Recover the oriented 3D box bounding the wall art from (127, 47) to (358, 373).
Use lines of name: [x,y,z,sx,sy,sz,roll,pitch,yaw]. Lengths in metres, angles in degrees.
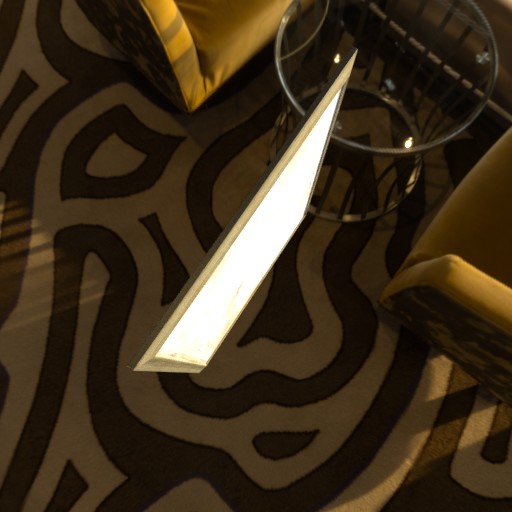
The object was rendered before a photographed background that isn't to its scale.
wall art: [0.000,0.000,0.925,0.018,0.660,0.559,32,77,8]
